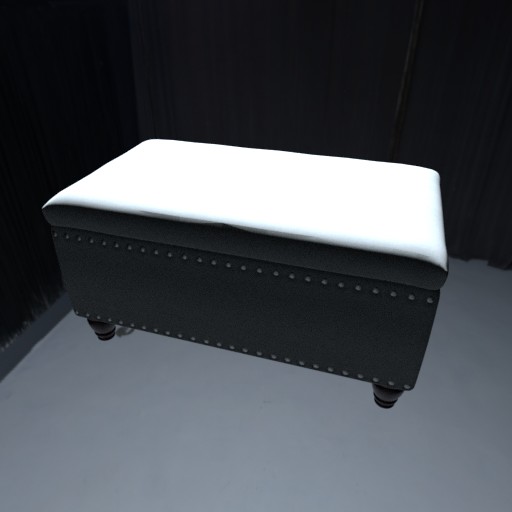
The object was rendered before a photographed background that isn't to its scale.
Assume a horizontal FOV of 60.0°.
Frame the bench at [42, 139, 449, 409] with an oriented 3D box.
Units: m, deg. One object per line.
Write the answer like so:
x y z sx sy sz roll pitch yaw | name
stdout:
0.000 0.000 1.209 0.887 0.449 0.500 10 34 15 | bench
